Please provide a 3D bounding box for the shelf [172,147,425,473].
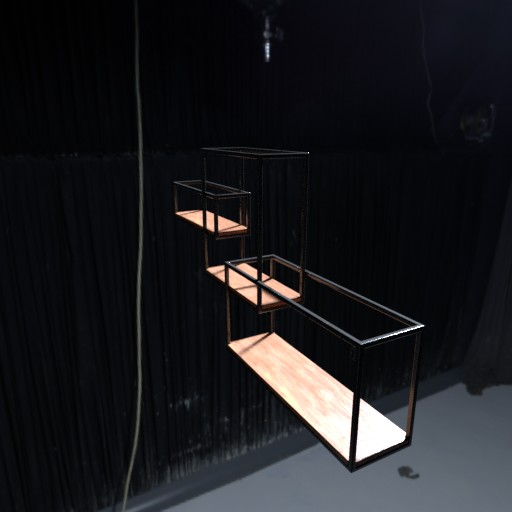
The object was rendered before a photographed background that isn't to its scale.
[{"bbox_3d":[0.000,0.000,2.107,0.275,0.972,1.781,-9,18,-27],"label":"shelf"}]
